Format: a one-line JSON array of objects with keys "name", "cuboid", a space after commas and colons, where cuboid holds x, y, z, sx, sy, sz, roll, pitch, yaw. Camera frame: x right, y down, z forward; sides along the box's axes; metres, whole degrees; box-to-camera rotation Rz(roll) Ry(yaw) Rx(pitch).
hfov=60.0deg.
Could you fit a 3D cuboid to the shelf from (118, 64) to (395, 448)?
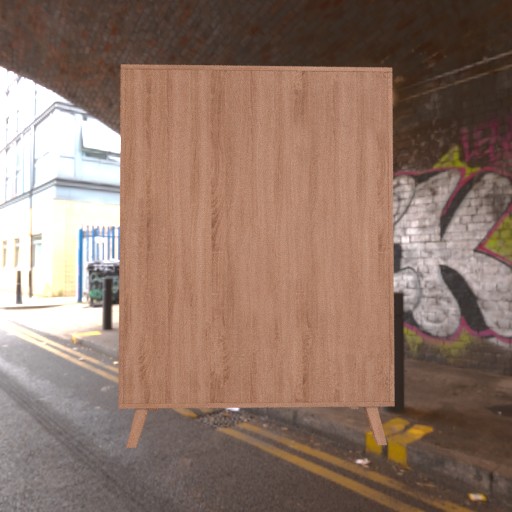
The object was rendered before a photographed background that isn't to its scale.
[{"name": "shelf", "cuboid": [0.000, 0.000, 1.840, 1.000, 1.390, 0.450, 0, -1, -1]}]
